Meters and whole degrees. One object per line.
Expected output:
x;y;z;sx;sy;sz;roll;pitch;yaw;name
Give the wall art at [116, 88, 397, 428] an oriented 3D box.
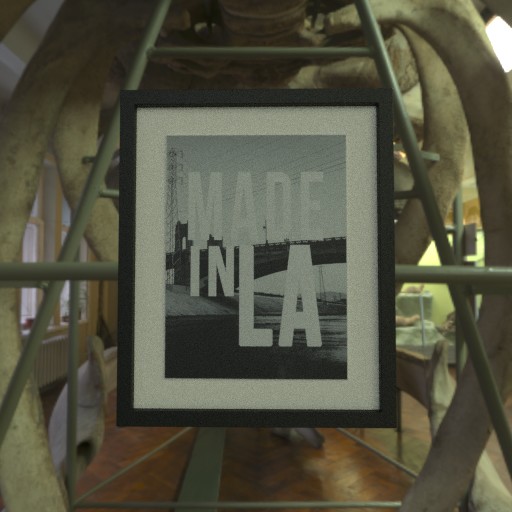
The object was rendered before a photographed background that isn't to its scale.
0.000;0.000;0.744;0.457;0.559;0.028;0;-2;1;wall art
